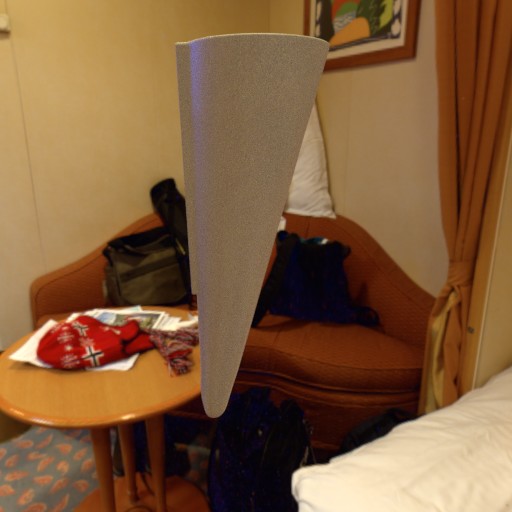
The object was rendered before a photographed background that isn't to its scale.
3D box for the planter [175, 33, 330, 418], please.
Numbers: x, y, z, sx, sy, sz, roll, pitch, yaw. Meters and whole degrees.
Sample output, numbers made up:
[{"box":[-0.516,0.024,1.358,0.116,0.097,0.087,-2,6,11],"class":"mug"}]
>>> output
[{"box":[0.000,0.000,0.221,0.064,0.191,0.057,3,16,11],"class":"planter"}]
